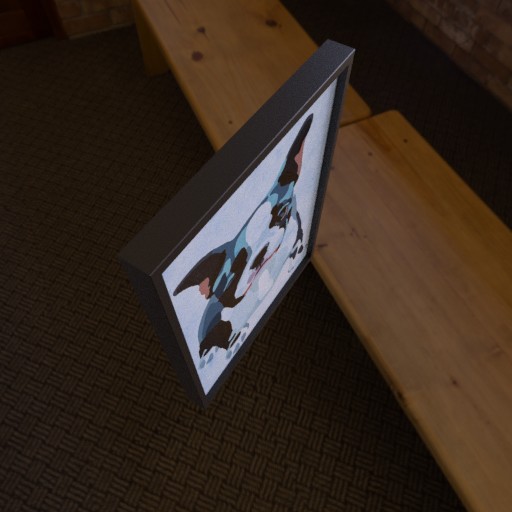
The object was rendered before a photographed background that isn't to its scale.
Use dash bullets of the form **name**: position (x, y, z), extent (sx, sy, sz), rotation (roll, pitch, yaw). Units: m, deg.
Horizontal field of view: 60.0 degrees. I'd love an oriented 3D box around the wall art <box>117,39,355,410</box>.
- **wall art**: position (0.000, 0.000, 0.513), extent (0.030, 0.369, 0.294), rotation (29, 62, 17)
